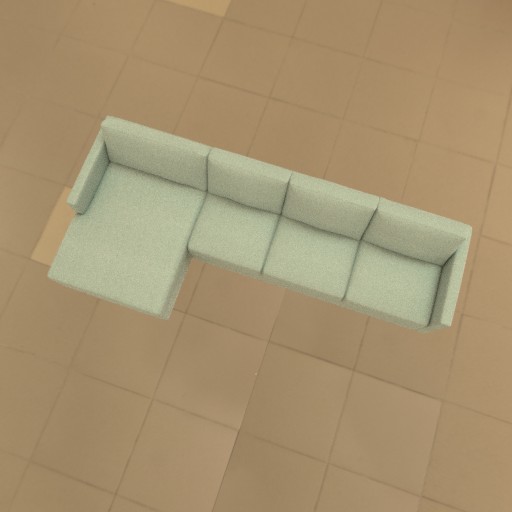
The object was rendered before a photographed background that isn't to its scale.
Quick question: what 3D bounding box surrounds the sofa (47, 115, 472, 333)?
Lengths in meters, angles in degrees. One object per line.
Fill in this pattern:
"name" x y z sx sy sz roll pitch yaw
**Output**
"sofa" 0.000 0.000 4.042 3.470 0.953 1.600 18 76 5
